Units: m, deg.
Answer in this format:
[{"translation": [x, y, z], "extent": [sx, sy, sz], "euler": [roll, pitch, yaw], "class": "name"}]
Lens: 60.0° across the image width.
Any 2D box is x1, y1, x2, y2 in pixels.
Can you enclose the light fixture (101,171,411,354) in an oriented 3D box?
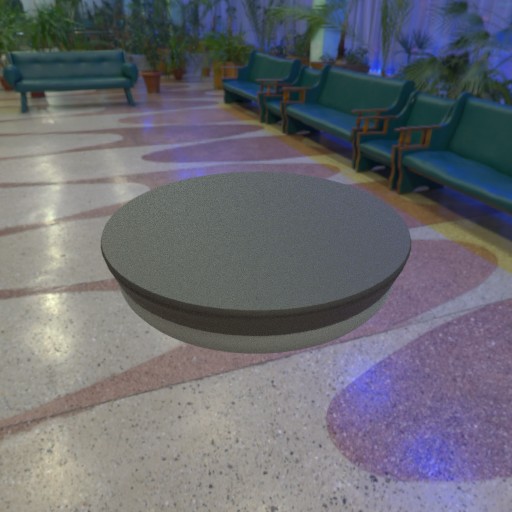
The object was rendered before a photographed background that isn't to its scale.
[{"translation": [0.000, 0.000, 0.571], "extent": [0.368, 0.100, 0.368], "euler": [0, 30, 0], "class": "light fixture"}]
